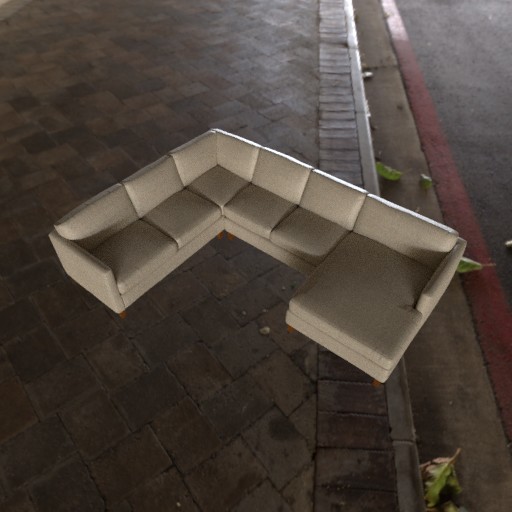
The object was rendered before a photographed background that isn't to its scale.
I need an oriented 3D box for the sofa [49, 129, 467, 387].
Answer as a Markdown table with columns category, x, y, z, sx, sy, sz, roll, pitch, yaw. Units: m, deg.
| category | x | y | z | sx | sy | sz | roll | pitch | yaw |
| --- | --- | --- | --- | --- | --- | --- | --- | --- | --- |
| sofa | 0.000 | 0.000 | 4.671 | 3.460 | 0.961 | 2.594 | 29 | 53 | 26 |
